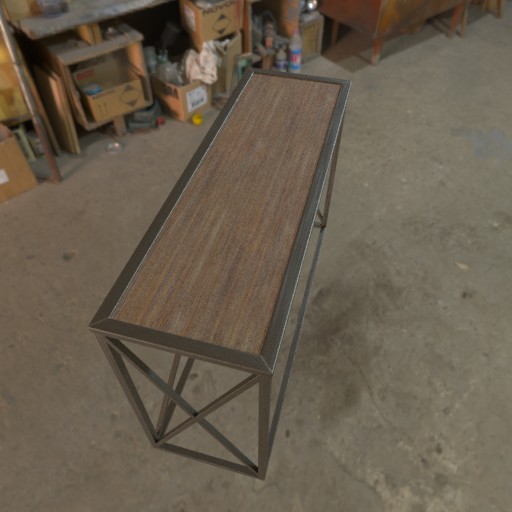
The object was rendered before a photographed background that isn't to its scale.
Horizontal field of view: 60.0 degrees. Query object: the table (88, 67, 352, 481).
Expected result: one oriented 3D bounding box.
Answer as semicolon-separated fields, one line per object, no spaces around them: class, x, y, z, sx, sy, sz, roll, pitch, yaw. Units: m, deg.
table;0.000;0.000;1.567;0.402;0.753;1.216;12;50;10
